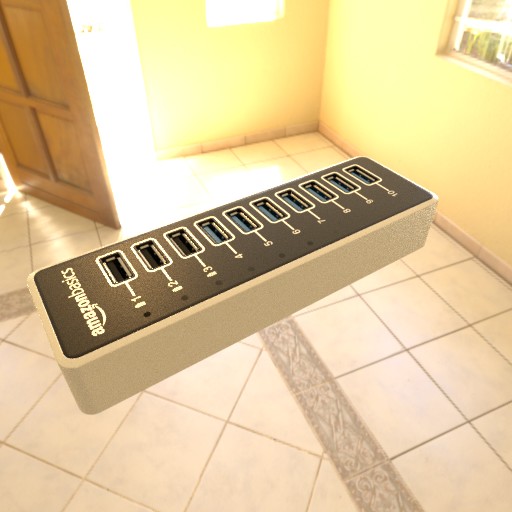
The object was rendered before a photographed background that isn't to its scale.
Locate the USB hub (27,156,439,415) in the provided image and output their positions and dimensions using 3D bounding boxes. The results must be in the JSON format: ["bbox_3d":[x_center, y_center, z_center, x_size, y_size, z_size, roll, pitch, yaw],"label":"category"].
[{"bbox_3d":[0.000,0.000,0.162,0.145,0.023,0.044,-23,45,-25],"label":"USB hub"}]
